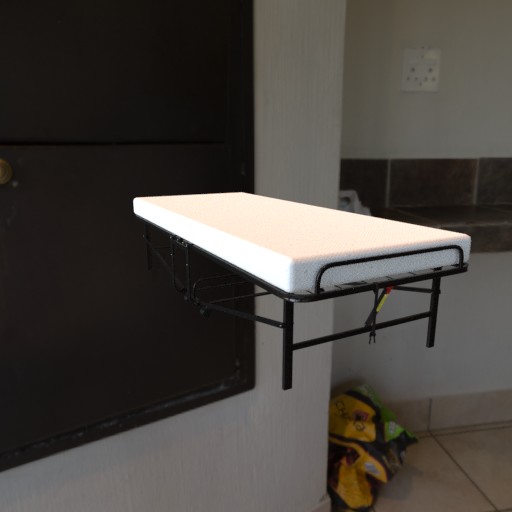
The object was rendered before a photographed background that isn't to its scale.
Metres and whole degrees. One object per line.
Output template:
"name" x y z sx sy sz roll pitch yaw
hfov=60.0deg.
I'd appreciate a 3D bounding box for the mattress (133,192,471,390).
"mattress" 0.000 0.000 2.545 0.922 0.519 2.153 -7 15 -27
